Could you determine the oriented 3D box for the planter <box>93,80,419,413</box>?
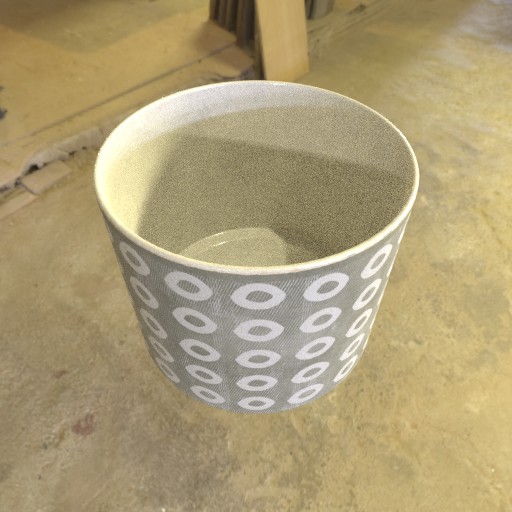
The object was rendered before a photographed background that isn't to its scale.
[{"bbox_3d":[0.000,0.000,0.436,0.250,0.239,0.250,0,47,0],"label":"planter"}]
